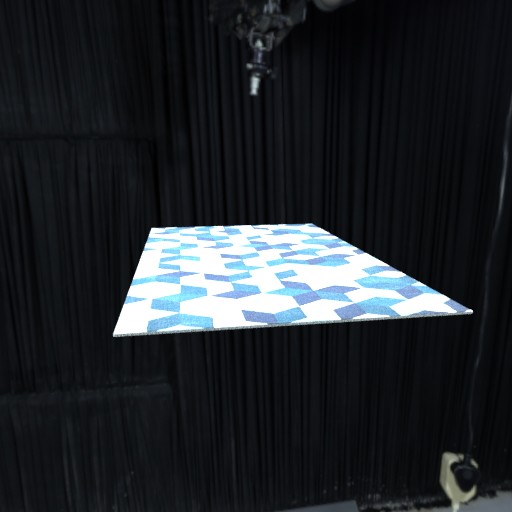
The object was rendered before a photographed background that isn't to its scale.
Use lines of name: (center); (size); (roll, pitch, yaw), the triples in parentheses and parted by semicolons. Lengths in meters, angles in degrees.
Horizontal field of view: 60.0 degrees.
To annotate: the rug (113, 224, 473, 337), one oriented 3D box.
rug: (0.000, 0.000, 2.985); (1.518, 0.015, 2.438); (-2, 13, -9)
